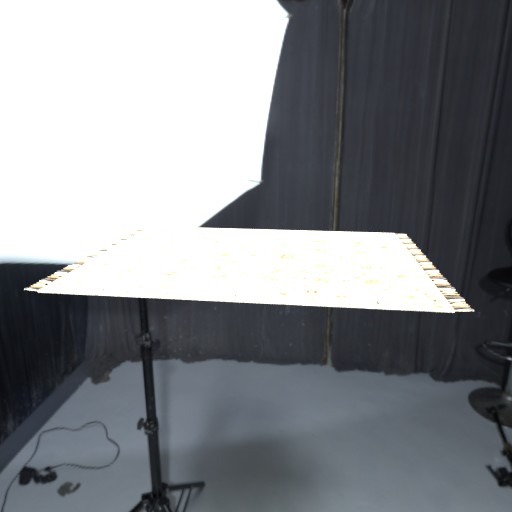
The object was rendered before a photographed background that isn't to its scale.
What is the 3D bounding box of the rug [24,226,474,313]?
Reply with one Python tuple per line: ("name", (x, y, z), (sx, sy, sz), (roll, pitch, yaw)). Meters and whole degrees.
("rug", (0.000, 0.000, 2.273), (1.726, 0.009, 1.278), (2, 16, 7))
